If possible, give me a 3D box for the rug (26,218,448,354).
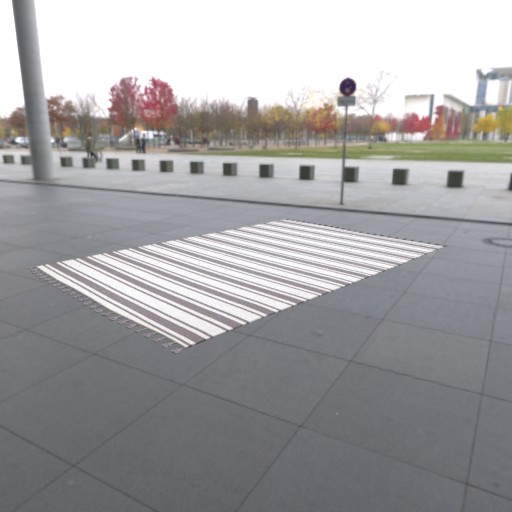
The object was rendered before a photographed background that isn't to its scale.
[{"bbox_3d":[0.000,0.000,2.966,2.425,0.014,1.563,-14,21,-43],"label":"rug"}]
